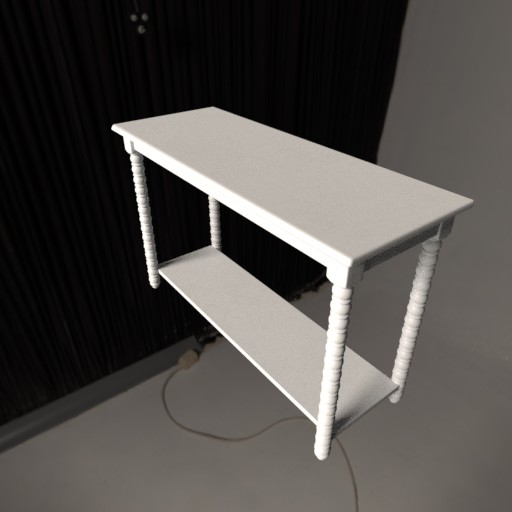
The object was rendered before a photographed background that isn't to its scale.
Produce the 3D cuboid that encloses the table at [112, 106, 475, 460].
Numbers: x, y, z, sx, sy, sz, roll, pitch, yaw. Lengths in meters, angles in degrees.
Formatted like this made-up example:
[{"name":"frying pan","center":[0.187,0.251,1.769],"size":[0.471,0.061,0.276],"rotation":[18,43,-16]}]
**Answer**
[{"name":"table","center":[0.000,0.000,1.562],"size":[0.459,0.740,1.184],"rotation":[-22,38,-31]}]
